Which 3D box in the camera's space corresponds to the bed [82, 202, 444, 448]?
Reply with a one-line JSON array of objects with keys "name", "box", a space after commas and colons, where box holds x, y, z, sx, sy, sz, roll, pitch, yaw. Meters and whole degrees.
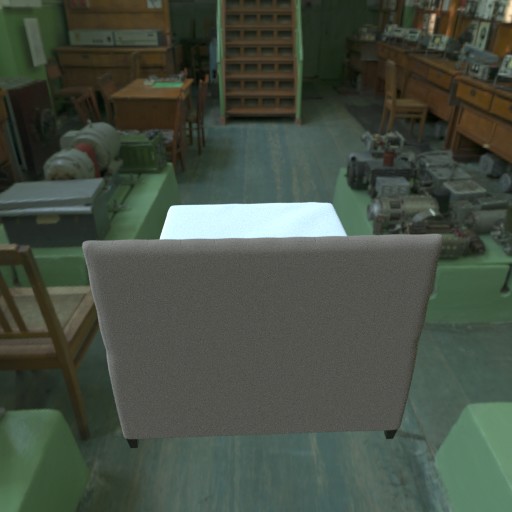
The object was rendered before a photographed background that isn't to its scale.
[{"name": "bed", "box": [0.000, 0.000, 3.332, 1.696, 1.426, 2.233, -1, 30, -2]}]
